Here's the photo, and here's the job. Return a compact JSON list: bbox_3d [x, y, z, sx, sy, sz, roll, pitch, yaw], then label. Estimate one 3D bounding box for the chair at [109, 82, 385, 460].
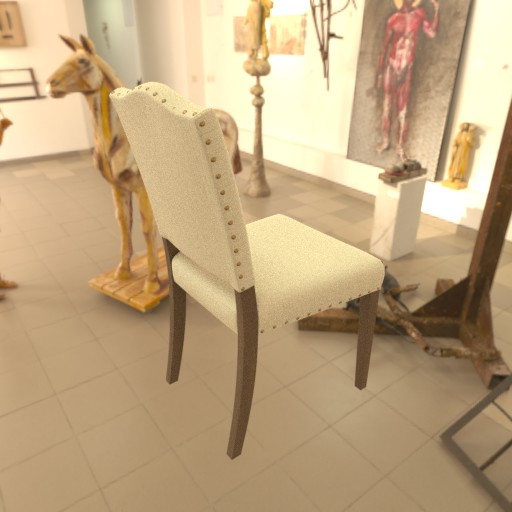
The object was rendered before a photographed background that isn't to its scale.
[{"bbox_3d":[0.000,0.000,1.340,0.619,1.015,0.508,-19,33,-33],"label":"chair"}]
